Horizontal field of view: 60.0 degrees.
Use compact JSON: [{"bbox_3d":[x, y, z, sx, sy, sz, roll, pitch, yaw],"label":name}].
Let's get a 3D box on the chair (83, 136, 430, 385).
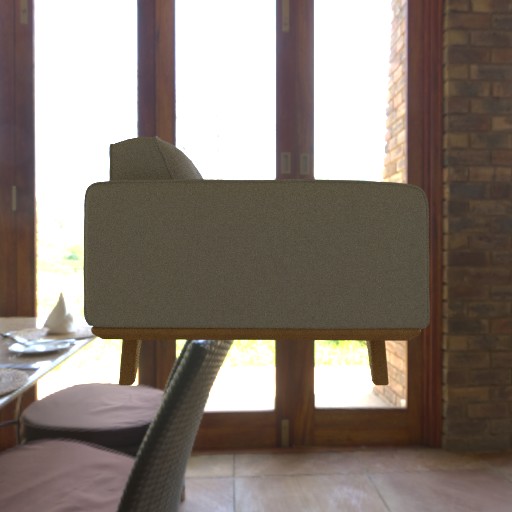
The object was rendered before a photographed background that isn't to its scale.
[{"bbox_3d":[0.000,0.000,1.733,0.953,0.779,1.115,0,0,0],"label":"chair"}]
